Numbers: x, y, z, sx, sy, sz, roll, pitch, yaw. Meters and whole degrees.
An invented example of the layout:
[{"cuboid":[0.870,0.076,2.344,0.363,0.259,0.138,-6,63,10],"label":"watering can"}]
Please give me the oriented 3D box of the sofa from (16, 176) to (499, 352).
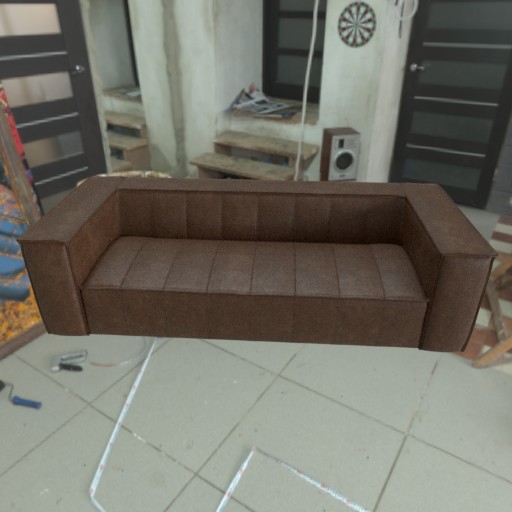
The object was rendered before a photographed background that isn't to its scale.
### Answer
[{"cuboid":[0.000,0.000,2.930,2.581,0.701,1.102,2,30,3],"label":"sofa"}]
